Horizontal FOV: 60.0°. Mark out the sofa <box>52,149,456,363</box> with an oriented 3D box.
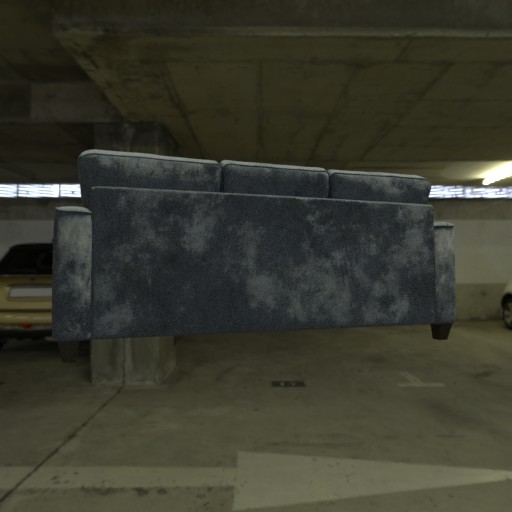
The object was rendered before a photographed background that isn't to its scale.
[{"bbox_3d":[0.000,0.000,2.636,2.133,0.965,0.939,1,-2,-18],"label":"sofa"}]
